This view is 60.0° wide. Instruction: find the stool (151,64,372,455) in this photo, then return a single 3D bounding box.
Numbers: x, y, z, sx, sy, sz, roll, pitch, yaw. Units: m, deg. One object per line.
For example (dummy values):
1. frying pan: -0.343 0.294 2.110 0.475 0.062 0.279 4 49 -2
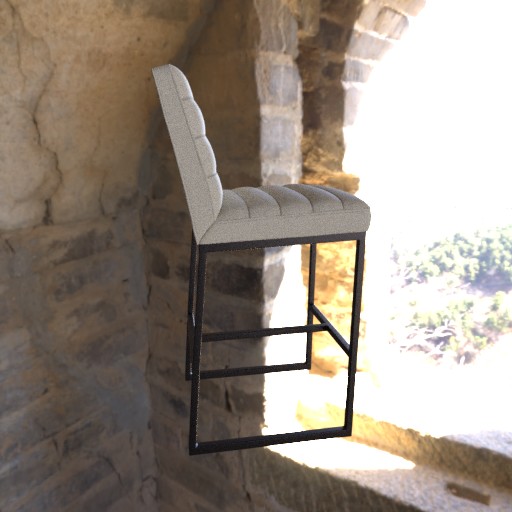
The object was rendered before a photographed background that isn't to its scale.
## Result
1. stool: 0.000 0.000 1.378 0.560 1.040 0.460 -3 14 -10
